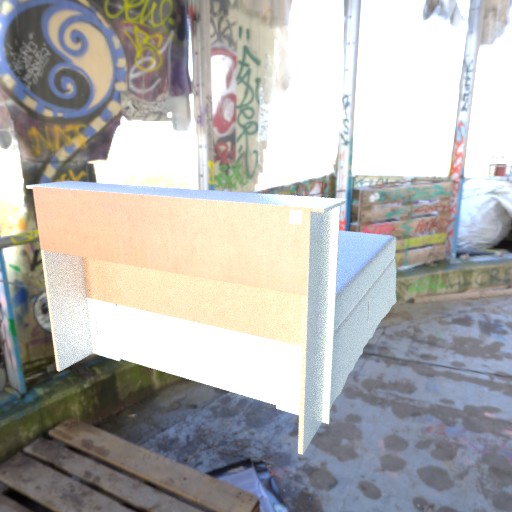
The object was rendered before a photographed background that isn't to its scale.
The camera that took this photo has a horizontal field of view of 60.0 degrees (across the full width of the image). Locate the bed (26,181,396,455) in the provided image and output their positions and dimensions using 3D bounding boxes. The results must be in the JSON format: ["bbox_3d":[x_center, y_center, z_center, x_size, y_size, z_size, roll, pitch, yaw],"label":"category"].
[{"bbox_3d":[0.000,0.000,3.059,1.671,1.092,2.133,8,17,26],"label":"bed"}]
